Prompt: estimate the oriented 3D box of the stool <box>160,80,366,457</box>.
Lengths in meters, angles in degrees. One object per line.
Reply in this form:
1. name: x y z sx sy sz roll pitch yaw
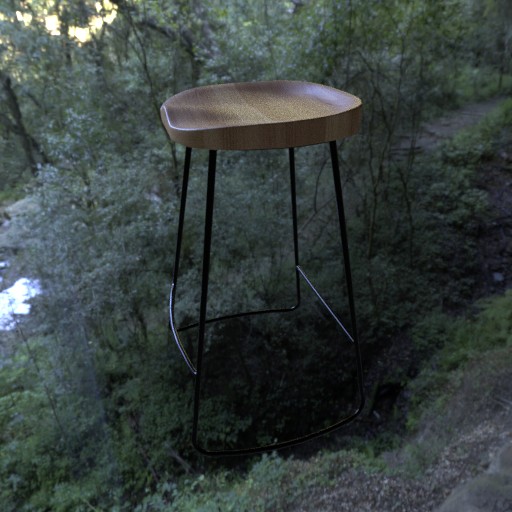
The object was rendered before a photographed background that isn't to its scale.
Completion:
1. stool: 0.000 0.000 0.979 0.401 0.679 0.480 -8 30 -15
